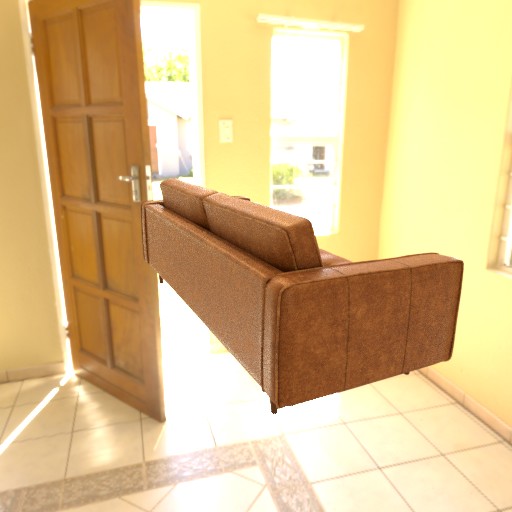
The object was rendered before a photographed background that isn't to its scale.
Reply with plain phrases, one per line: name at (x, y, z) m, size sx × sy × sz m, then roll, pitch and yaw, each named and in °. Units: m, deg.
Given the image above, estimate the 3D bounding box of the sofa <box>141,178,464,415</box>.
sofa at (0.000, 0.000, 2.601) m, size 0.886 × 0.779 × 2.199 m, roll -7°, pitch 17°, yaw -25°
